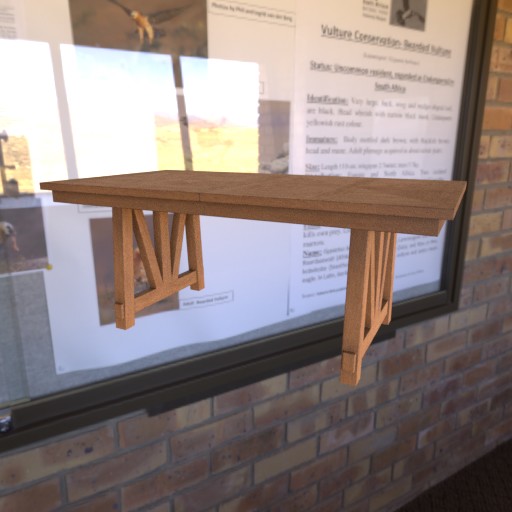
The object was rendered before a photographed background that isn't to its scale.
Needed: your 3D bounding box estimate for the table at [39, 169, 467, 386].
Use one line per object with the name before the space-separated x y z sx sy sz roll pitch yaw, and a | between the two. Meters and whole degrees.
table | 0.000 0.000 2.315 1.881 0.768 1.016 7 17 26
